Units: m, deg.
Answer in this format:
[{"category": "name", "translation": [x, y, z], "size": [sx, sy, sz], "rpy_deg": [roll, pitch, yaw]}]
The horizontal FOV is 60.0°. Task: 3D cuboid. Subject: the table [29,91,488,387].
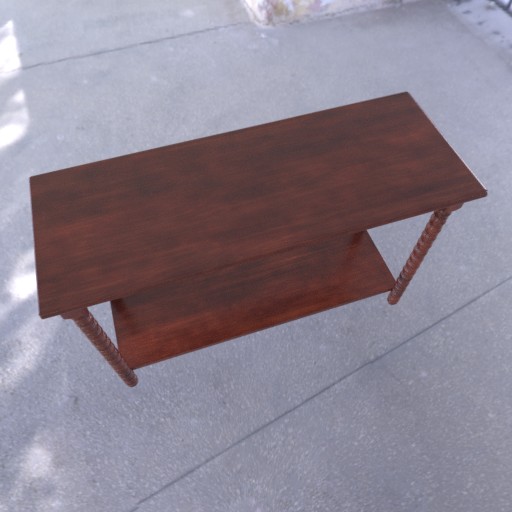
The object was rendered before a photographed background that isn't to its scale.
[{"category": "table", "translation": [0.000, 0.000, 1.523], "size": [1.184, 0.740, 0.459], "rpy_deg": [-16, 59, -10]}]
